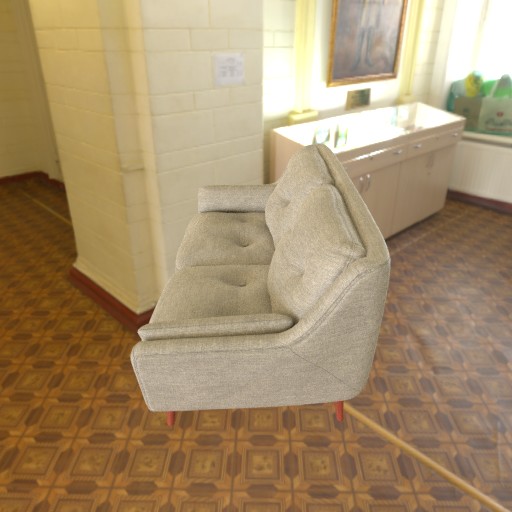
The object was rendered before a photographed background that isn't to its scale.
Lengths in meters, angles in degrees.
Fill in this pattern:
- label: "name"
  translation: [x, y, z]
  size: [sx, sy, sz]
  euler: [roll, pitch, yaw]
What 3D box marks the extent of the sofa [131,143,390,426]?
- label: "sofa"
  translation: [0.000, 0.000, 2.440]
  size: [0.976, 0.897, 1.930]
  euler: [0, 26, 1]
